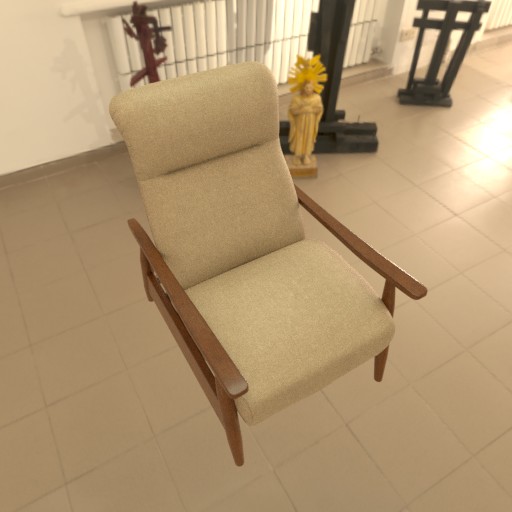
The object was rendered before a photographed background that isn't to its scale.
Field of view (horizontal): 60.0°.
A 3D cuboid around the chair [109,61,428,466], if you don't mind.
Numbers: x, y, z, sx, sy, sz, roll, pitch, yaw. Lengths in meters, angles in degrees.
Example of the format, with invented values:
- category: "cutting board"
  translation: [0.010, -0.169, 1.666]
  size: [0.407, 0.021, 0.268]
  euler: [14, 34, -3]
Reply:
- category: "chair"
  translation: [0.000, 0.000, 1.735]
  size: [0.762, 1.082, 1.030]
  euler: [-23, 50, -21]
